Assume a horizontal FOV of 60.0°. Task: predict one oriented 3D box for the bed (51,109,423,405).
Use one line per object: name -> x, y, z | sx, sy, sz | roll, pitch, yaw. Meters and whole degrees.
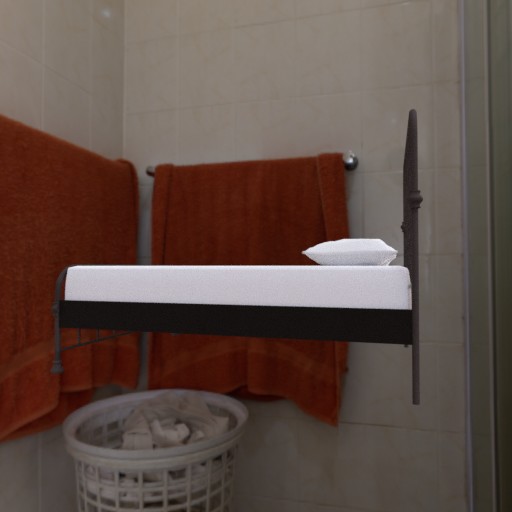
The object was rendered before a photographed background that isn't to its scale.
bed -> 0.000, 0.000, 3.147 | 2.134, 1.446, 1.616 | 0, -1, 17
